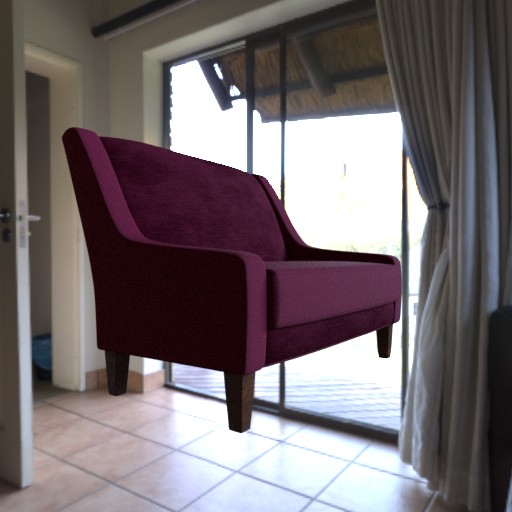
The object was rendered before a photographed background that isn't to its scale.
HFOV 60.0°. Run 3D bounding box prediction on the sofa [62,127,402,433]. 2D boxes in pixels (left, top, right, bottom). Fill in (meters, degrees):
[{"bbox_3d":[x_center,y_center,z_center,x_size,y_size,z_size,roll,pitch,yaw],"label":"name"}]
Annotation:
[{"bbox_3d":[0.000,0.000,1.898,0.946,0.976,1.242,0,0,36],"label":"sofa"}]
